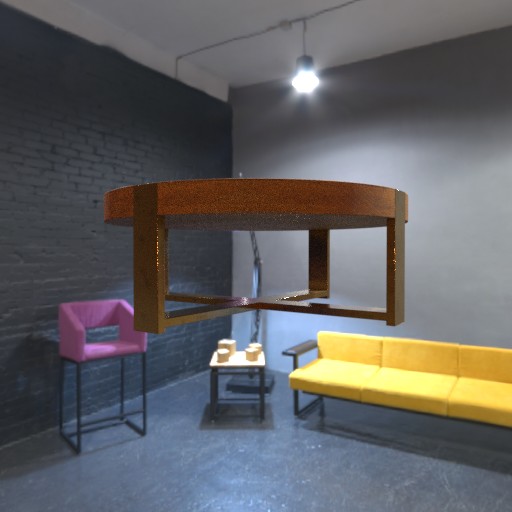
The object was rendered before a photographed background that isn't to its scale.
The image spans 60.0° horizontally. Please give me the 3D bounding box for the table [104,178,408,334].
[{"bbox_3d":[0.000,0.000,1.703,1.100,0.420,1.100,0,1,0],"label":"table"}]
